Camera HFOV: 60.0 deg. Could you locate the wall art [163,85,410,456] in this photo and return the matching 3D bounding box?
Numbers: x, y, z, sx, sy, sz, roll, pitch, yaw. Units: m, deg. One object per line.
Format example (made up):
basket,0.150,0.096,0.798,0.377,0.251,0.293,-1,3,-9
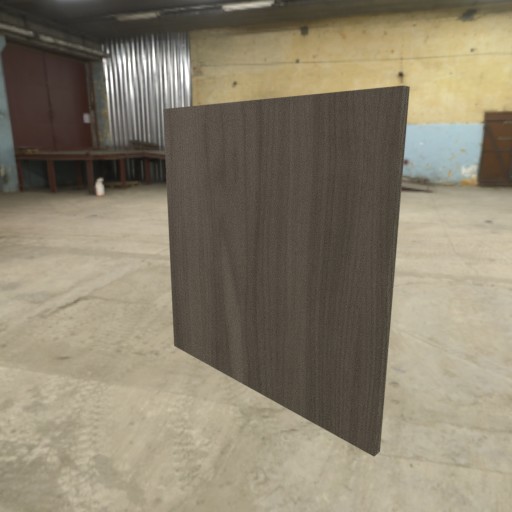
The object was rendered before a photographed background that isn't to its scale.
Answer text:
wall art,0.000,0.000,0.762,0.016,0.507,0.508,-14,20,-43
